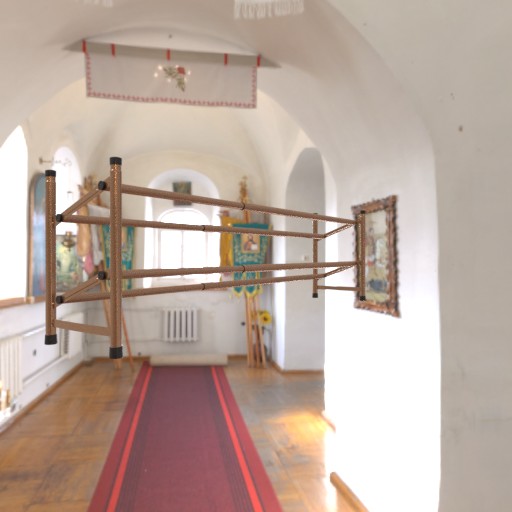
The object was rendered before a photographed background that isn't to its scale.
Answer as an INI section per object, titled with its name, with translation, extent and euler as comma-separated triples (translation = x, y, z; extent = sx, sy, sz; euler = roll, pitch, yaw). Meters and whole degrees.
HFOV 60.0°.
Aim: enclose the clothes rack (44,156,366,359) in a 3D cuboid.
[clothes rack]
translation = 0.000, 0.000, 1.300
extent = 0.229, 0.349, 1.168
euler = 0, 0, 35
